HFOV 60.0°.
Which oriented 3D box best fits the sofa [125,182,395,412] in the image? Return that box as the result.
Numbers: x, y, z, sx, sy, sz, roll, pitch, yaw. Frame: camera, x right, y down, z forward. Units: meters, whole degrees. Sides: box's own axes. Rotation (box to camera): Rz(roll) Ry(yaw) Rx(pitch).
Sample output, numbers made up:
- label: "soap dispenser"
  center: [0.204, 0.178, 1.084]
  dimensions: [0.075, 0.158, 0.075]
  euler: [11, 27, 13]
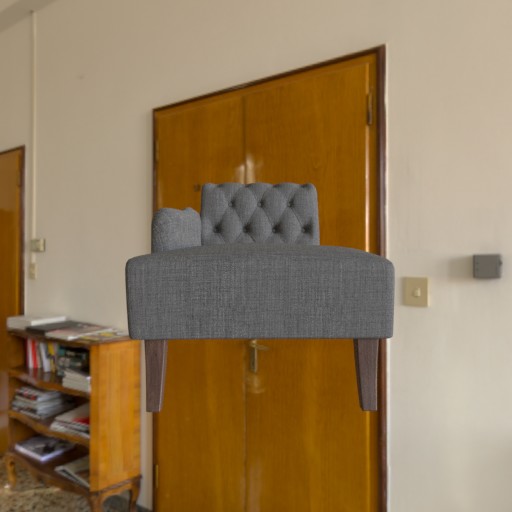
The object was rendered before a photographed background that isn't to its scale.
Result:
- label: "sofa"
  center: [0.000, 0.000, 1.768]
  dimensions: [0.675, 0.787, 1.379]
  euler: [0, 0, -1]
